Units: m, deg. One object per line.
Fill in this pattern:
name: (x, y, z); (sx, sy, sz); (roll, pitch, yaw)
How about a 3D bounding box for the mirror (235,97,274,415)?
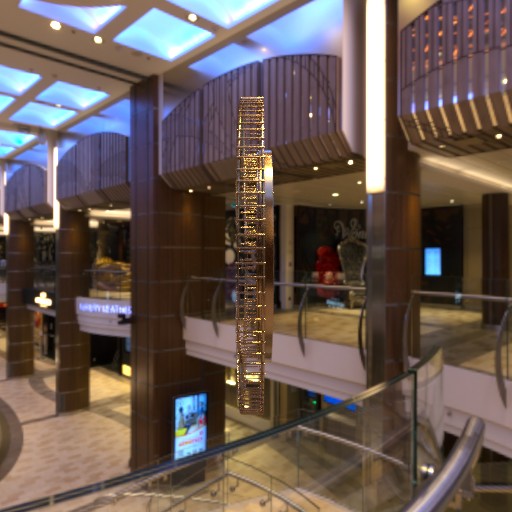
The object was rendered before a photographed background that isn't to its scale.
mirror: (0.000, 0.000, 1.044); (0.067, 0.703, 0.703); (0, 0, 0)
